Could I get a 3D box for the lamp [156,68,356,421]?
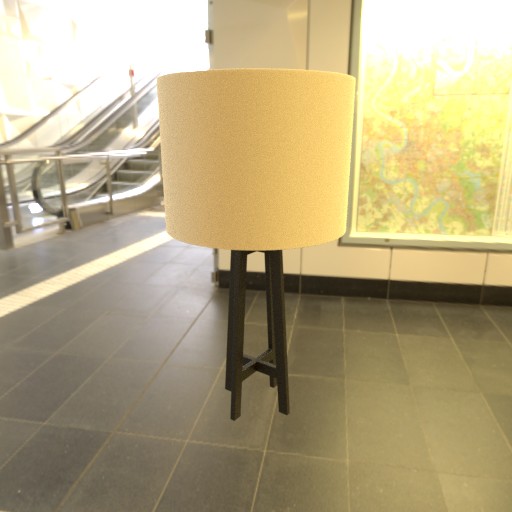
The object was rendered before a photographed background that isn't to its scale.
[{"bbox_3d":[0.000,0.000,0.653,0.257,0.489,0.257,-3,16,-9],"label":"lamp"}]
